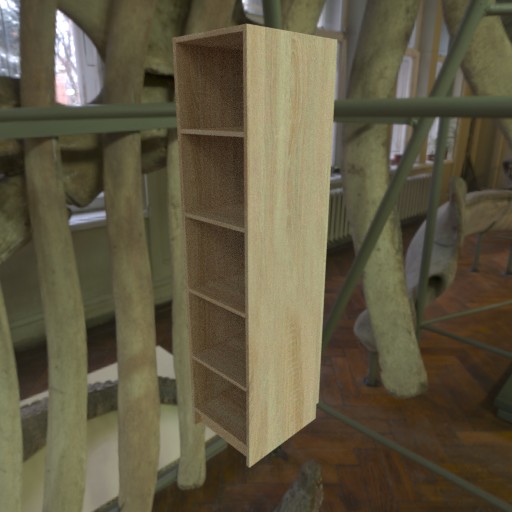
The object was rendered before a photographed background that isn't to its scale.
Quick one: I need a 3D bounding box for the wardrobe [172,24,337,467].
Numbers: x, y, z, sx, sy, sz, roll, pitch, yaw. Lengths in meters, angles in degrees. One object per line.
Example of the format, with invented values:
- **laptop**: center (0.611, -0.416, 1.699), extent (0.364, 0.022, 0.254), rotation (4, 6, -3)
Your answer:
- **wardrobe**: center (0.000, 0.000, 2.384), extent (0.588, 2.117, 0.496), rotation (-17, 25, -42)
